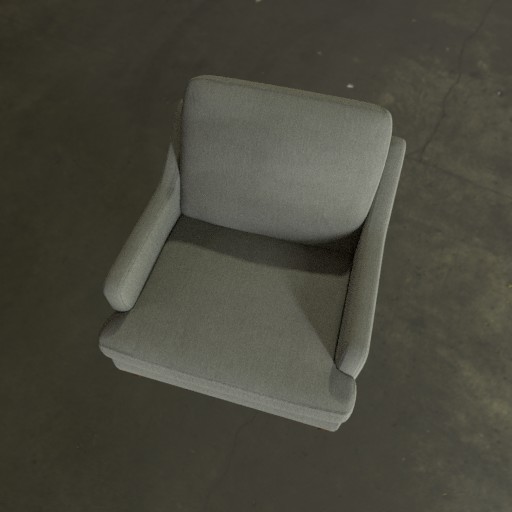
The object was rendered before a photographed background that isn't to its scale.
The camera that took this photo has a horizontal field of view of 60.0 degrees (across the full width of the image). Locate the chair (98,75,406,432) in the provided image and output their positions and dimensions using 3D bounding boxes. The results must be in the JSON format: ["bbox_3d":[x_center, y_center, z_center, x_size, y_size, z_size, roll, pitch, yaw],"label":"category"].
[{"bbox_3d":[0.000,0.000,1.514,0.826,0.821,0.892,13,59,8],"label":"chair"}]
